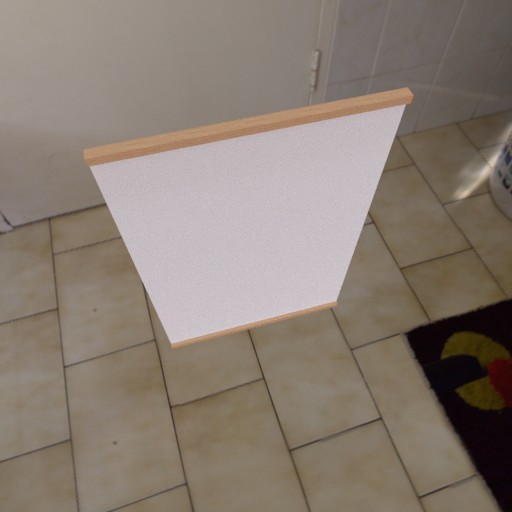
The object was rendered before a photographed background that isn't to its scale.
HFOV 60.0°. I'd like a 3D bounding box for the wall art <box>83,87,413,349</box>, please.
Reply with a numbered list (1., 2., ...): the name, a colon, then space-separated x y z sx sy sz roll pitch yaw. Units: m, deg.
1. wall art: 0.000 0.000 0.656 0.335 0.510 0.013 -13 59 -8
